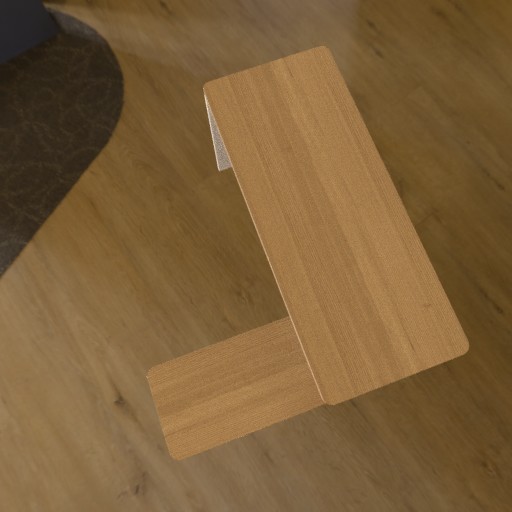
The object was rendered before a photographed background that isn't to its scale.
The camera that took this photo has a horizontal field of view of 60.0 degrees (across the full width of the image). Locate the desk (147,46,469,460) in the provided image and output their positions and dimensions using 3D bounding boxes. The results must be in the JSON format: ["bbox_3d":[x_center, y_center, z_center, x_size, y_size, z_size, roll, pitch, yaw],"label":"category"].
[{"bbox_3d":[0.000,0.000,2.102,1.175,0.770,1.400,-20,77,-5],"label":"desk"}]
